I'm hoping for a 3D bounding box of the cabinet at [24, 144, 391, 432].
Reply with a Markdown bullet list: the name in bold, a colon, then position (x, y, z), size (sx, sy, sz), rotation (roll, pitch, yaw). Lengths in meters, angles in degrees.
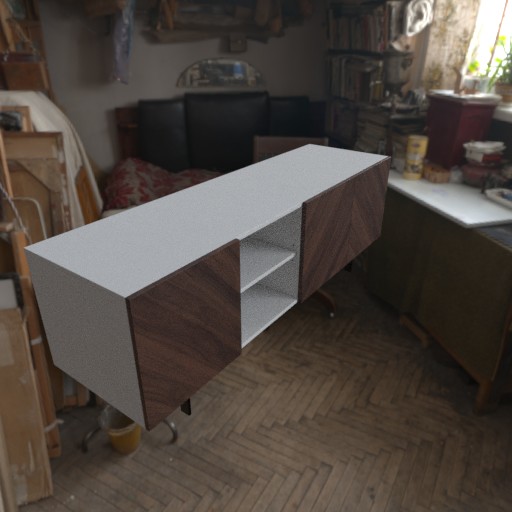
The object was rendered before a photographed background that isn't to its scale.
- **cabinet**: position (0.000, 0.000, 1.721), size (0.431, 0.533, 1.499), rotation (18, 32, 32)
